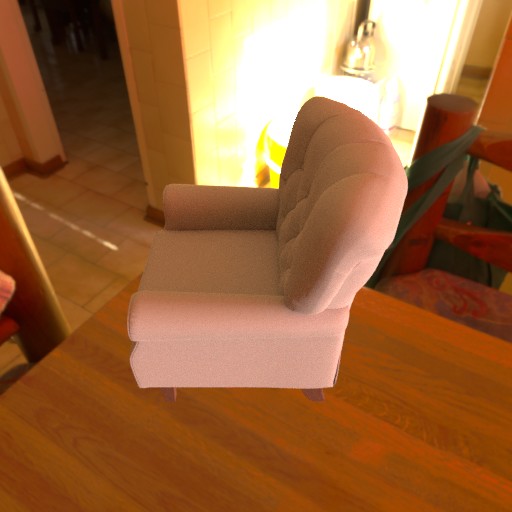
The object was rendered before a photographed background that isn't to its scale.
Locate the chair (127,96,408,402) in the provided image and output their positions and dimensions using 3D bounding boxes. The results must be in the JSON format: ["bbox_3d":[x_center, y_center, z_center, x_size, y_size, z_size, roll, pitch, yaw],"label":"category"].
[{"bbox_3d":[0.000,0.000,2.090,1.128,1.217,1.090,0,41,0],"label":"chair"}]
